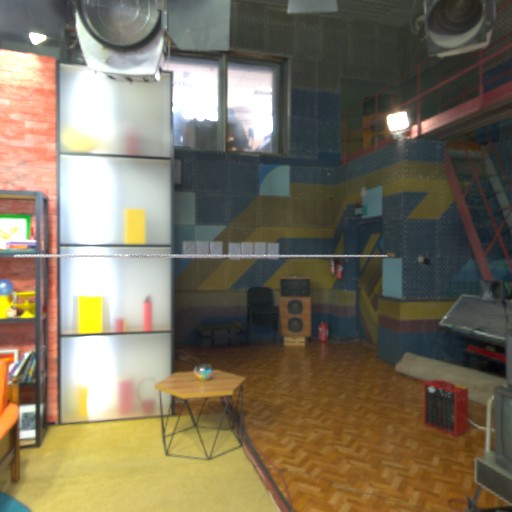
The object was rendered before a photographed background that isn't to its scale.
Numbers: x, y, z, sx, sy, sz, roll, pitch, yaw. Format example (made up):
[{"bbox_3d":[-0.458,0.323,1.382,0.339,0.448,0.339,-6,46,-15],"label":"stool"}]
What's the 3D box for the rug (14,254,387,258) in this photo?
[{"bbox_3d":[0.000,0.000,1.957,0.562,0.009,1.824,0,0,35],"label":"rug"}]
